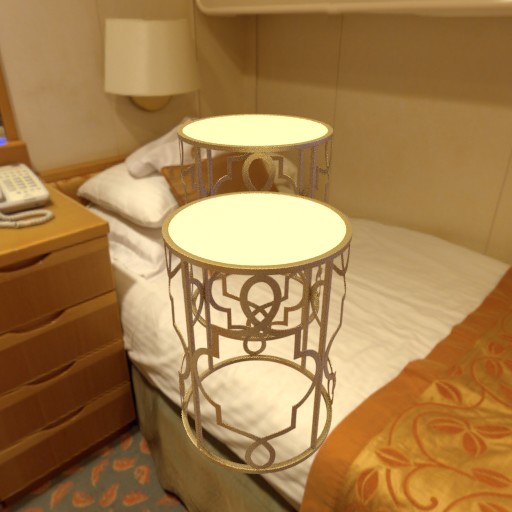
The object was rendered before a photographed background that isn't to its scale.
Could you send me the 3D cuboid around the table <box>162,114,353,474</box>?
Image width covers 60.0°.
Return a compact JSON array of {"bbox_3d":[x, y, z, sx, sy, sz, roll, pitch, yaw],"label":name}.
[{"bbox_3d":[0.000,0.000,1.151,0.420,0.564,0.846,0,28,0],"label":"table"}]
